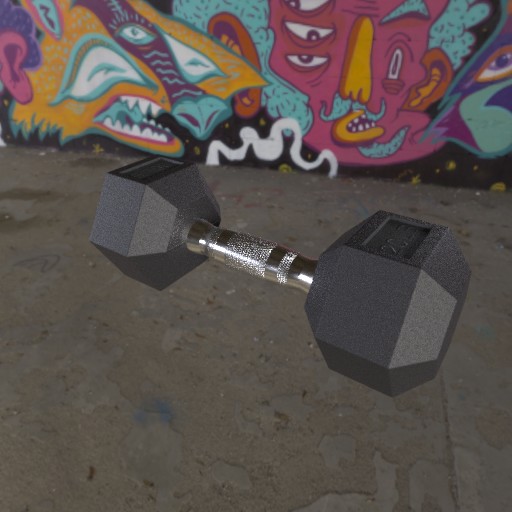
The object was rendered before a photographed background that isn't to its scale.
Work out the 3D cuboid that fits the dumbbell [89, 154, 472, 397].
[{"bbox_3d":[0.000,0.000,0.347,0.297,0.101,0.116,20,36,29],"label":"dumbbell"}]
